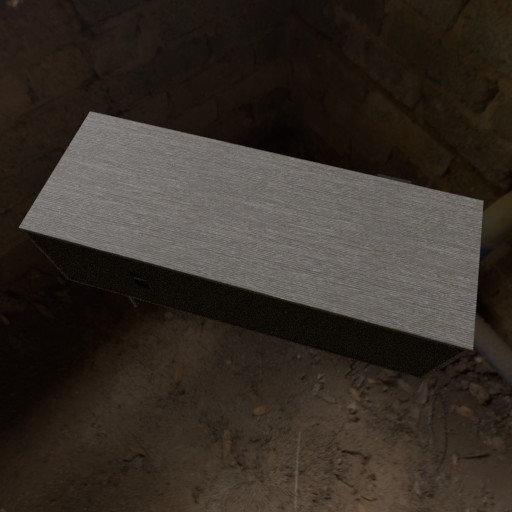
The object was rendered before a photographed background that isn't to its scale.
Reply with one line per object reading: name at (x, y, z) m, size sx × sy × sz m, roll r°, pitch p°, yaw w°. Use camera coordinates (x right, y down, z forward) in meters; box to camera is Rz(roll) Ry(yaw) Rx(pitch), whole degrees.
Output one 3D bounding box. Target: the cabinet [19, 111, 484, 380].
cabinet at (0.000, 0.000, 1.589) m, size 1.300 × 0.599 × 0.500 m, roll 15°, pitch 64°, yaw 7°
